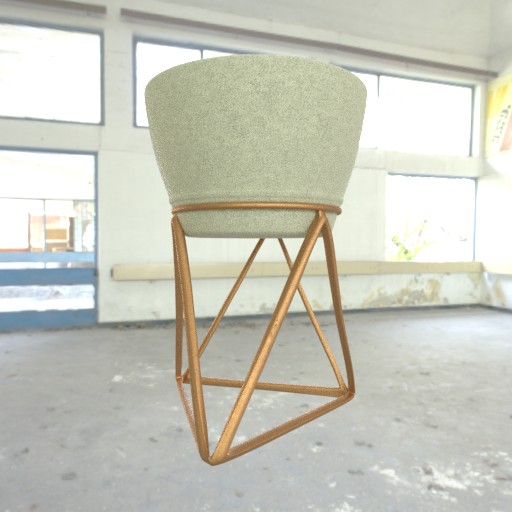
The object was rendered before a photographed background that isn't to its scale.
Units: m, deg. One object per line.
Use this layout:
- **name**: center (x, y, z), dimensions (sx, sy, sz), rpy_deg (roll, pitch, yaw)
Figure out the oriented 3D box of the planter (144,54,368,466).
- **planter**: center (0.000, 0.000, 0.722), dimensions (0.350, 0.504, 0.350), rpy_deg (0, 2, -16)
